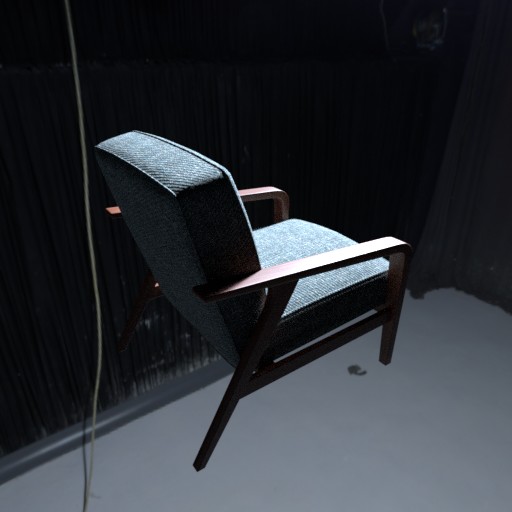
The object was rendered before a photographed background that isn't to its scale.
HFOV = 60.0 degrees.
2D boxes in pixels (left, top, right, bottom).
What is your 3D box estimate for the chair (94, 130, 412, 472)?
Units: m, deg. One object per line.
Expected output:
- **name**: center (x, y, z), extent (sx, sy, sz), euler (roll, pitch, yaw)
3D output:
- **chair**: center (0.000, 0.000, 1.561), extent (0.889, 0.864, 0.719), euler (-17, 31, -31)
